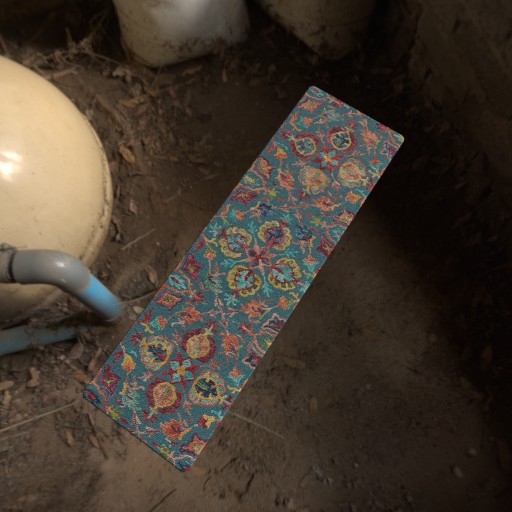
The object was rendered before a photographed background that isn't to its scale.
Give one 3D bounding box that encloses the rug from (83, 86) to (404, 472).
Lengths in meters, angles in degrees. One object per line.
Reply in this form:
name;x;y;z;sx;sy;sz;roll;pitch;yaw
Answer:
rug;0.000;0.000;2.530;0.686;0.013;2.286;33;77;9
